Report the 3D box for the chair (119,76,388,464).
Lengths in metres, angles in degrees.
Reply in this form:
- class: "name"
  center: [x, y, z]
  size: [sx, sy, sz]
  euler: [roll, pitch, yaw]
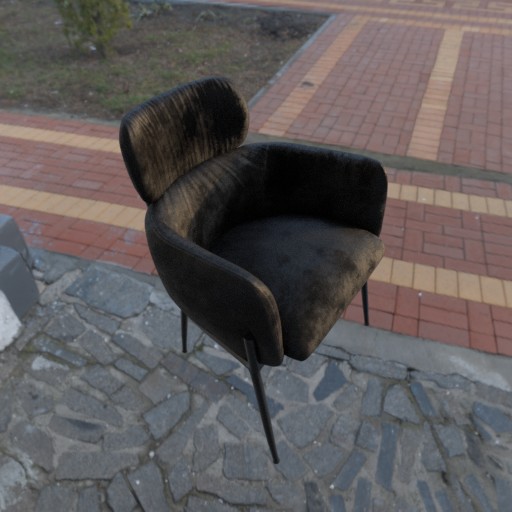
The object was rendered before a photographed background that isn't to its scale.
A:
- class: "chair"
  center: [0.000, 0.000, 1.270]
  size: [0.604, 0.818, 0.640]
  euler: [25, 47, 26]
